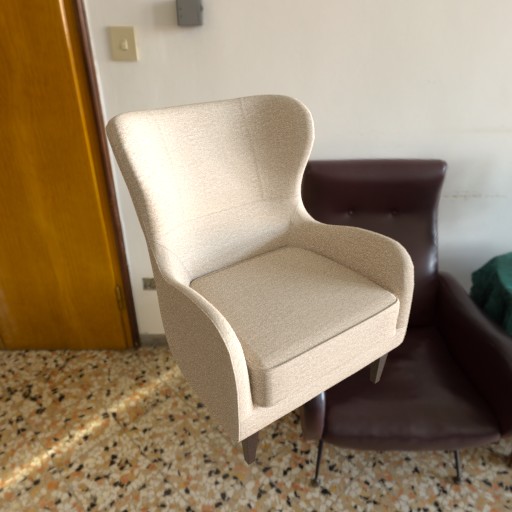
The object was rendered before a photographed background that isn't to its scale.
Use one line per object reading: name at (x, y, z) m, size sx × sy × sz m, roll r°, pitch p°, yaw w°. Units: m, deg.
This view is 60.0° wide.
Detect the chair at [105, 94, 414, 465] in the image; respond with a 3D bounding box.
chair at (0.000, 0.000, 1.767) m, size 0.861 × 1.064 × 0.984 m, roll -20°, pitch 35°, yaw -31°
